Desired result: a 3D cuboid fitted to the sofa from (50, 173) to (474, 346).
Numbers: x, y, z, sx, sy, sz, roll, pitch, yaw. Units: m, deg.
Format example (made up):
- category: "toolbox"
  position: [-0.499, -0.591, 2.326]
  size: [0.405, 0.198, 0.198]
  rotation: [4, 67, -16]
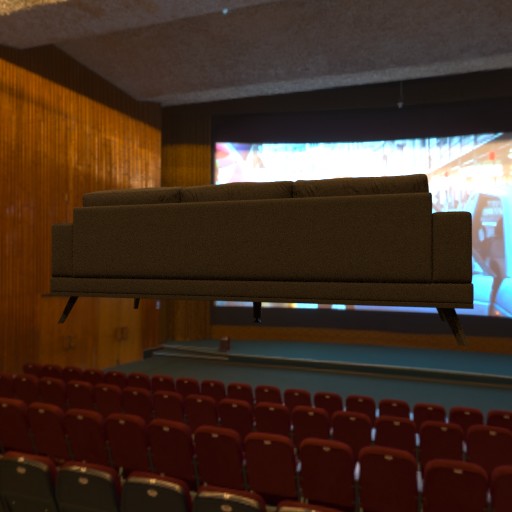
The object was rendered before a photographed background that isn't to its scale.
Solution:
- category: "sofa"
  position: [0.000, 0.000, 2.724]
  size: [2.310, 0.810, 0.920]
  rotation: [0, 0, 18]
